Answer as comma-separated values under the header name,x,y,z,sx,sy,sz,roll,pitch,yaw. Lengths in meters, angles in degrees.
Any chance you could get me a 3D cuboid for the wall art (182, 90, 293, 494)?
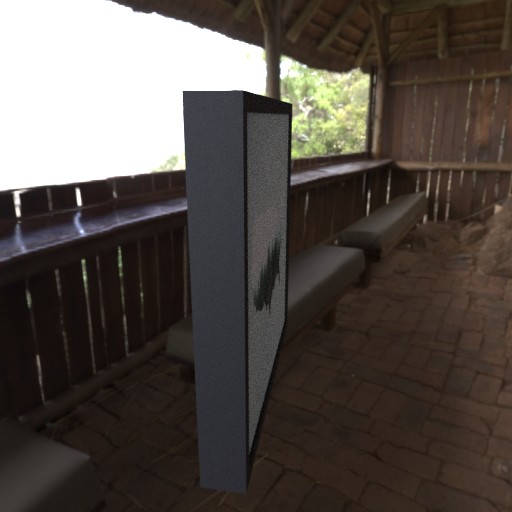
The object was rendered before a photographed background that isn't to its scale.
name,x,y,z,sx,sy,sz,roll,pitch,yaw
wall art,0.000,0.000,0.456,0.038,0.304,0.304,3,18,10
